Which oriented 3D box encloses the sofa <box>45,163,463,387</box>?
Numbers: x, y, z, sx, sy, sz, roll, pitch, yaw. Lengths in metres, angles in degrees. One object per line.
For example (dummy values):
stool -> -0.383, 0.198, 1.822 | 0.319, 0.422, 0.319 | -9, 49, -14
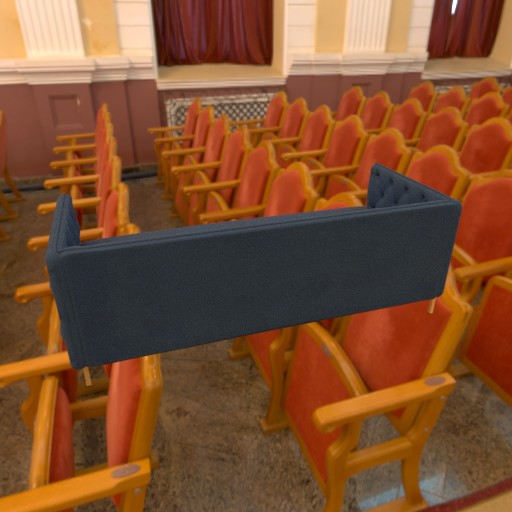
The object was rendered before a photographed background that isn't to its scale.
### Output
sofa -> 0.000, 0.000, 2.702 | 2.209, 0.771, 0.895 | -8, 28, -16
